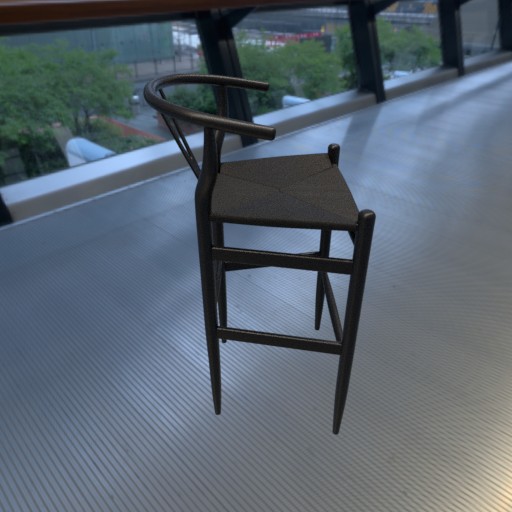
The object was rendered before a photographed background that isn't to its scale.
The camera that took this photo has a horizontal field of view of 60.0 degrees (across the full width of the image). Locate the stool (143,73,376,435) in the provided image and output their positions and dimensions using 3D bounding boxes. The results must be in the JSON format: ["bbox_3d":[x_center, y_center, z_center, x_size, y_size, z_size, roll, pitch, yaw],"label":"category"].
[{"bbox_3d":[0.000,0.000,1.440,0.579,1.072,0.569,0,31,0],"label":"stool"}]
